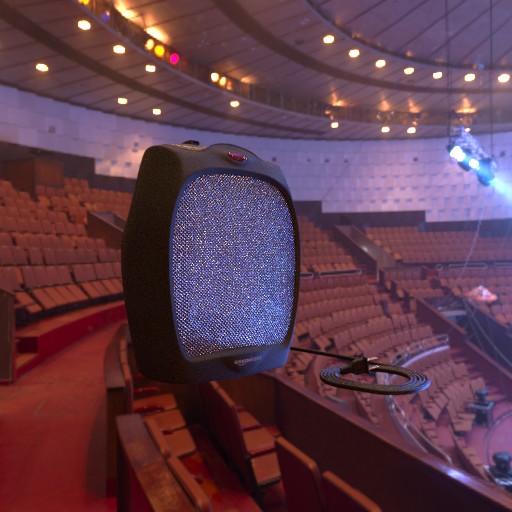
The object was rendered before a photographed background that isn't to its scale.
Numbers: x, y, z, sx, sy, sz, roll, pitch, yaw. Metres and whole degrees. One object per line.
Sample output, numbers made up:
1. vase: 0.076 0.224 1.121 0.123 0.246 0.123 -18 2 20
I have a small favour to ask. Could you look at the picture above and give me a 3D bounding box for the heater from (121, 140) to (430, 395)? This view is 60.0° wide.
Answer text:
1. heater: 0.000 0.000 0.460 0.239 0.240 0.291 0 -1 -36
